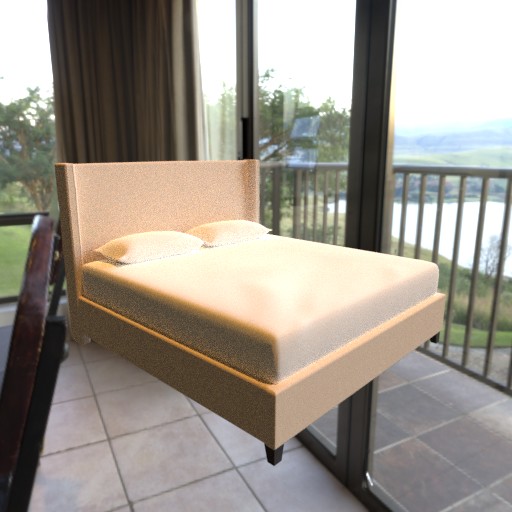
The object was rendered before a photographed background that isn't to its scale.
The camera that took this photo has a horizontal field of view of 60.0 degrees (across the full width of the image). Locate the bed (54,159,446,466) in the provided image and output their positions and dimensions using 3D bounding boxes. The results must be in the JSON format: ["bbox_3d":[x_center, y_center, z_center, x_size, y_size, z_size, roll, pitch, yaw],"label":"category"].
[{"bbox_3d":[0.000,0.000,3.591,2.293,1.471,2.145,12,18,42],"label":"bed"}]
